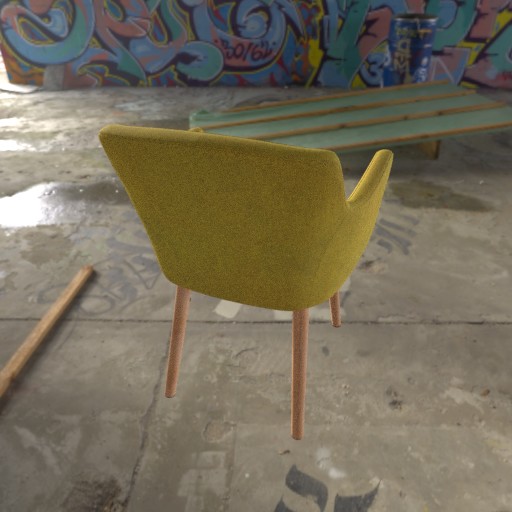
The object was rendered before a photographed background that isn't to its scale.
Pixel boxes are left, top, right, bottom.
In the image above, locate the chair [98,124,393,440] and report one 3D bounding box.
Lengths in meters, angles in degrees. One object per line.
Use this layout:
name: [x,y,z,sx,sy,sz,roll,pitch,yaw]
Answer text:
chair: [0.000,0.000,1.150,0.570,0.780,0.570,12,34,18]
